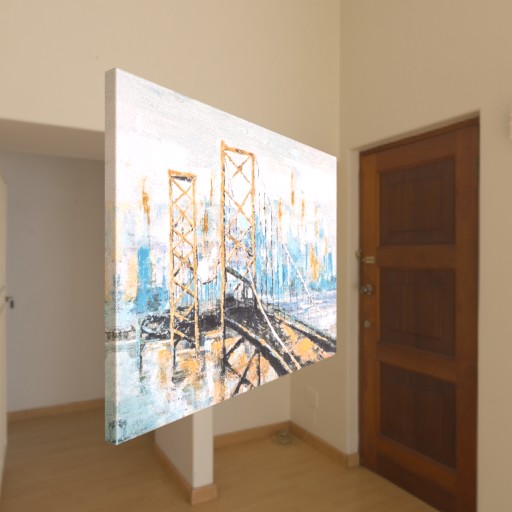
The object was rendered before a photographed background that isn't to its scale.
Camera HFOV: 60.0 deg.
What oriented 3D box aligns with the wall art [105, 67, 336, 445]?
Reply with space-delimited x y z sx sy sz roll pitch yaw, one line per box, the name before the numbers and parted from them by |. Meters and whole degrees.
wall art | 0.000 0.000 1.312 0.038 0.762 1.016 0 0 36
